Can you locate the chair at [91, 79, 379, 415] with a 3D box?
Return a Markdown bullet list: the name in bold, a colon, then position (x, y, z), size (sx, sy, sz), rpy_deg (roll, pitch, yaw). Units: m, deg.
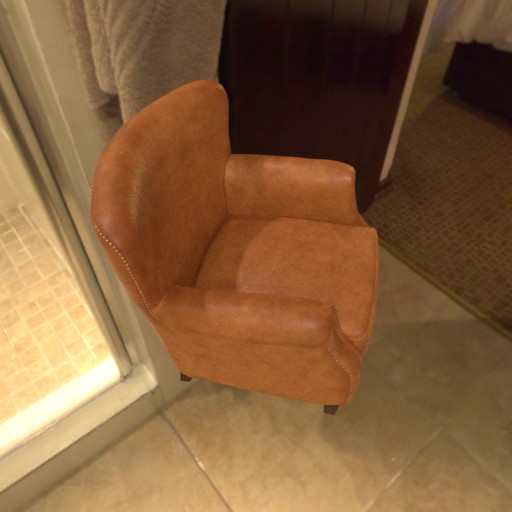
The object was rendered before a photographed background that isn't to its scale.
- **chair**: position (0.000, 0.000, 1.638), size (0.921, 0.936, 0.861), rpy_deg (10, 49, 9)
